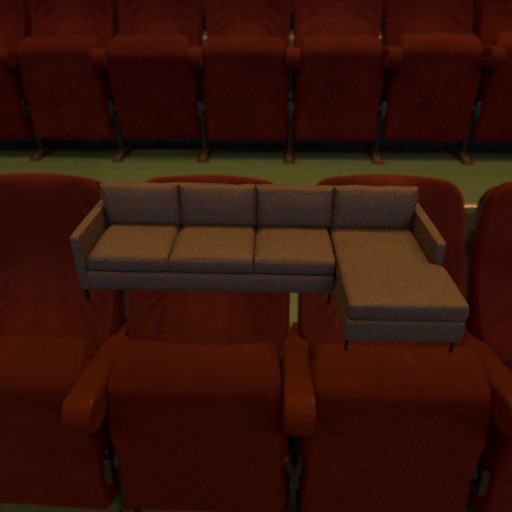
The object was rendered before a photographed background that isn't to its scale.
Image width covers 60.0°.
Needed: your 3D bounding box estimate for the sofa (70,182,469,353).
[{"bbox_3d":[0.000,0.000,3.908,3.221,0.892,1.483,1,31,2],"label":"sofa"}]
